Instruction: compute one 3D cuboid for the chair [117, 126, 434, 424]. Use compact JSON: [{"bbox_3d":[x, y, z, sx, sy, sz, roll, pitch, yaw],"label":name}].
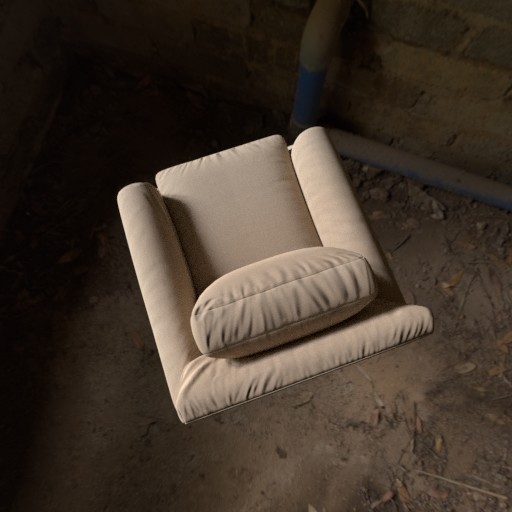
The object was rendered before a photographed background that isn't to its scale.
[{"bbox_3d":[0.000,0.000,1.814,0.940,0.866,1.066,-19,76,-5],"label":"chair"}]
